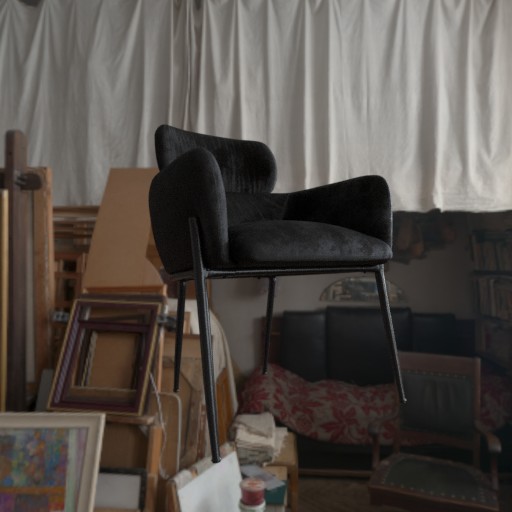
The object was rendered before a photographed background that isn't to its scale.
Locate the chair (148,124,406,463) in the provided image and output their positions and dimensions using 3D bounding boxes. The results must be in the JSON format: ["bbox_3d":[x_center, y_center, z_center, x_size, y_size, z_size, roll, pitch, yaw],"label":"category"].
[{"bbox_3d":[0.000,0.000,1.278,0.640,0.818,0.604,0,0,-36],"label":"chair"}]
